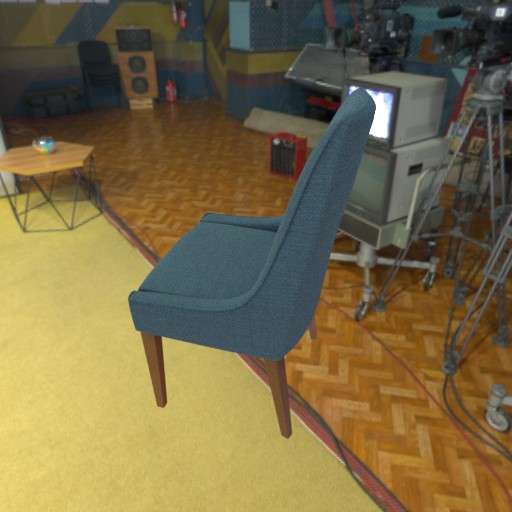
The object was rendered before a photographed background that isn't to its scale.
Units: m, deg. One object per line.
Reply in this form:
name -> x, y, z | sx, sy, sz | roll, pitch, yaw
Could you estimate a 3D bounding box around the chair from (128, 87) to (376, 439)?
chair -> 0.000, 0.000, 1.235 | 0.544, 0.861, 0.529 | 8, 31, 14
